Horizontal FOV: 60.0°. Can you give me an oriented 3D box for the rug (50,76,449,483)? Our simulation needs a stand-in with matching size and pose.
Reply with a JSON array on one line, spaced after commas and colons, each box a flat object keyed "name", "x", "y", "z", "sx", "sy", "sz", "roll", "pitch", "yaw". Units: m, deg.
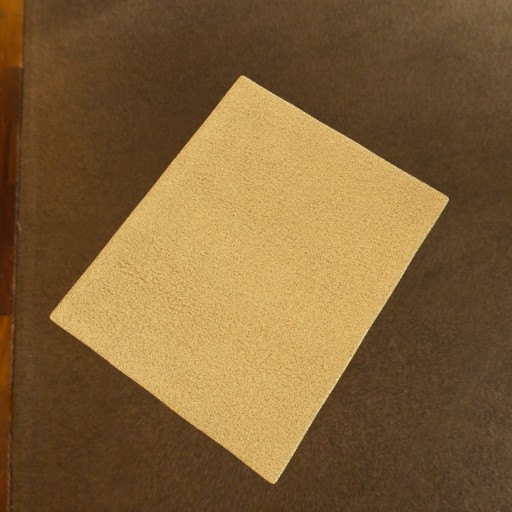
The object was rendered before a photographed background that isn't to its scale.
[{"name": "rug", "x": 0.000, "y": 0.000, "z": 4.125, "sx": 2.438, "sy": 0.029, "sz": 3.047, "roll": 33, "pitch": 78, "yaw": 8}]
